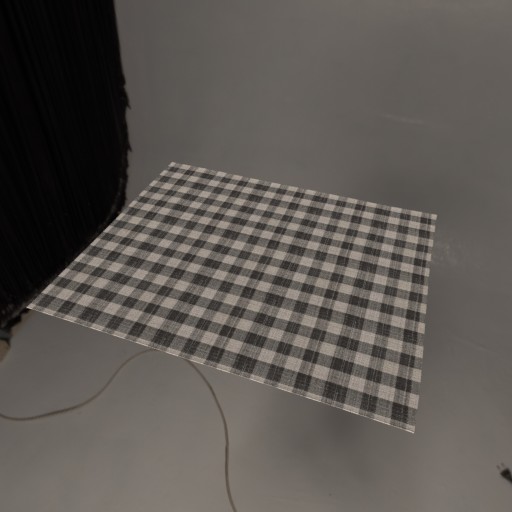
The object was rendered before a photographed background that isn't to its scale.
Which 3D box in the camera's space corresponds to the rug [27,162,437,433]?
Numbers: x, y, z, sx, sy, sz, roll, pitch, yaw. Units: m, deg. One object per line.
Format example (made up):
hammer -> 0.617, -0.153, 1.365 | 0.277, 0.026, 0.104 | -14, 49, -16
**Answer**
rug -> 0.000, 0.000, 4.010 | 3.021, 0.013, 2.432 | 14, 44, 15
